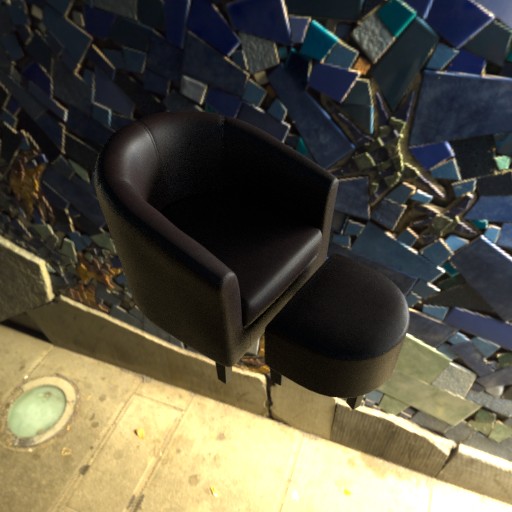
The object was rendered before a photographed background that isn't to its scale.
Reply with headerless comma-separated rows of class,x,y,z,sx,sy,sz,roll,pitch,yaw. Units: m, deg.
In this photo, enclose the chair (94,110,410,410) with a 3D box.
chair,0.000,0.000,1.651,1.176,0.755,0.737,26,47,26
